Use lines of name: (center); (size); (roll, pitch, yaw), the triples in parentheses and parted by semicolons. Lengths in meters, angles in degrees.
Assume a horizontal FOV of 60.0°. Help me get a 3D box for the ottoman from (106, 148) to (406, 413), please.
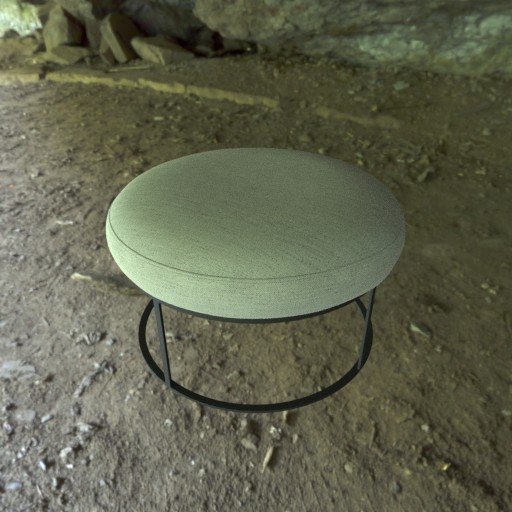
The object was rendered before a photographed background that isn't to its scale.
ottoman: (0.000, 0.000, 1.251); (0.769, 0.459, 0.769); (0, 31, 0)
